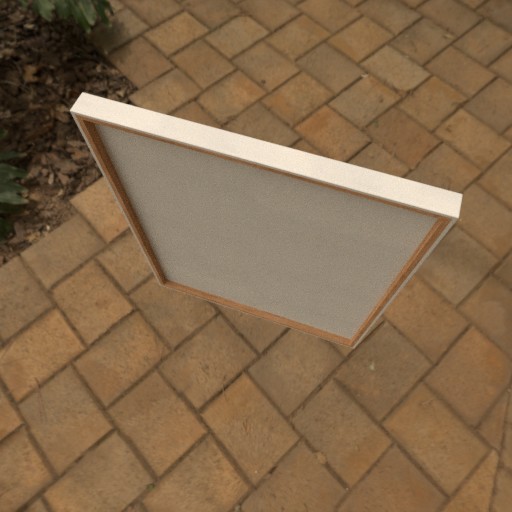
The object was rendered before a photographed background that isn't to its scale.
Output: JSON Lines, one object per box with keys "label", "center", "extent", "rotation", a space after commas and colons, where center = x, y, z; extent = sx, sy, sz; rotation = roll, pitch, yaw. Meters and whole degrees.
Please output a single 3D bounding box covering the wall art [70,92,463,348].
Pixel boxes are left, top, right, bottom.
{"label": "wall art", "center": [0.000, 0.000, 0.828], "extent": [0.508, 0.606, 0.037], "rotation": [17, 65, 8]}
